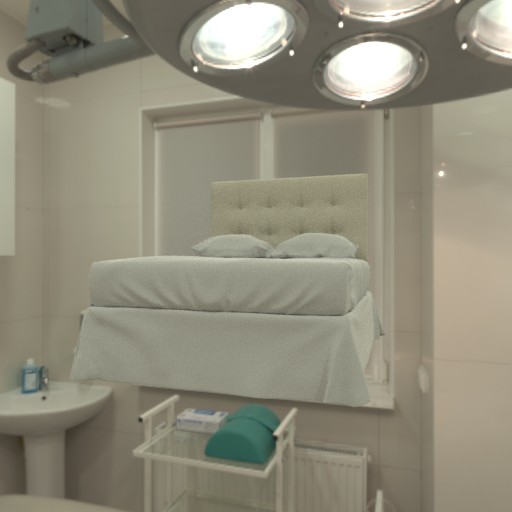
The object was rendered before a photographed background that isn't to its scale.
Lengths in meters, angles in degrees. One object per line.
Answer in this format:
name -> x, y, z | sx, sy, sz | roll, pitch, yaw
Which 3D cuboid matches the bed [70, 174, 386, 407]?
bed -> 0.000, 0.000, 3.538 | 1.936, 1.577, 2.222 | 0, 0, 18
